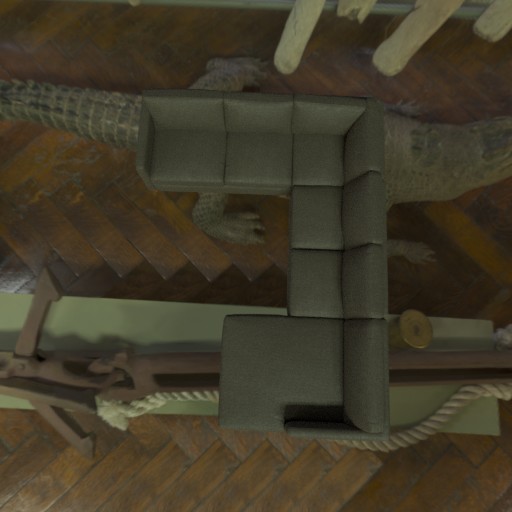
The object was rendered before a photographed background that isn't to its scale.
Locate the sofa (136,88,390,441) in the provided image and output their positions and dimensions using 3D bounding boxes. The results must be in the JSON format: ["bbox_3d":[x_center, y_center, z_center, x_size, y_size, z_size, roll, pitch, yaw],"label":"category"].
[{"bbox_3d":[0.000,0.000,4.598,2.594,0.961,3.460,2,78,1],"label":"sofa"}]
